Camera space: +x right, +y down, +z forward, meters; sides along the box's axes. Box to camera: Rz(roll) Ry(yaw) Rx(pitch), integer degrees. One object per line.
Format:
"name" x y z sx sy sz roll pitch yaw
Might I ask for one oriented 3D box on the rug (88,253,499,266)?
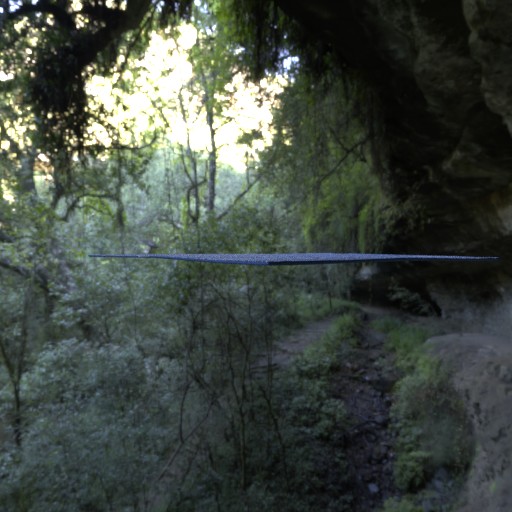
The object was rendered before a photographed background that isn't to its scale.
"rug" 0.000 0.000 2.185 1.159 0.025 1.793 -1 1 -34
